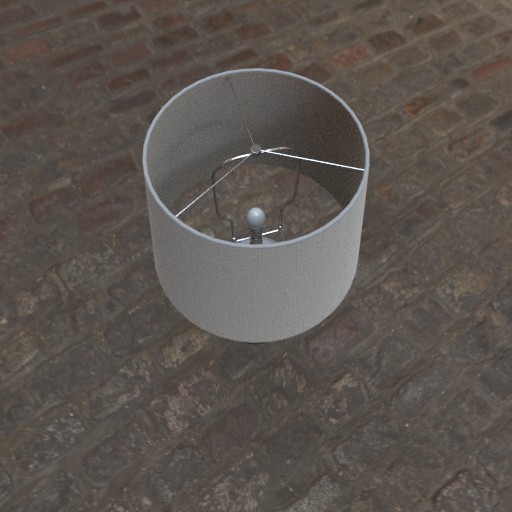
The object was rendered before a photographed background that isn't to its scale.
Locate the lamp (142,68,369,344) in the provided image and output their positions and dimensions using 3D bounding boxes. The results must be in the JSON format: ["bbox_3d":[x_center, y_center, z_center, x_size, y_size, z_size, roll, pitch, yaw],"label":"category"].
[{"bbox_3d":[0.000,0.000,0.659,0.285,0.483,0.285,0,63,0],"label":"lamp"}]
